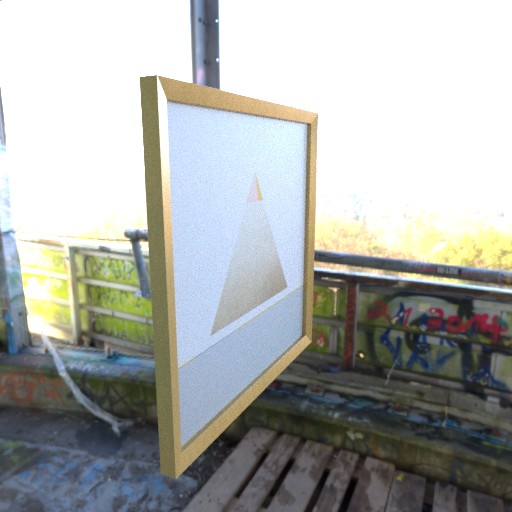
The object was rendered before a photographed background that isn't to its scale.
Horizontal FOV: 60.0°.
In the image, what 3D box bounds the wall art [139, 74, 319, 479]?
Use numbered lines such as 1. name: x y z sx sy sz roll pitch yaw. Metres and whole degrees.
1. wall art: 0.000 0.000 2.899 0.097 1.936 1.935 7 14 27
